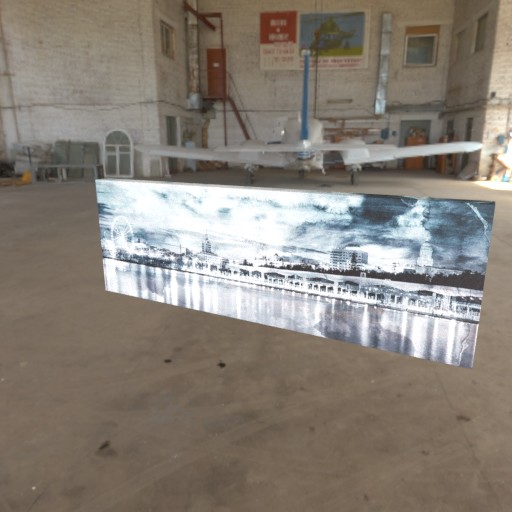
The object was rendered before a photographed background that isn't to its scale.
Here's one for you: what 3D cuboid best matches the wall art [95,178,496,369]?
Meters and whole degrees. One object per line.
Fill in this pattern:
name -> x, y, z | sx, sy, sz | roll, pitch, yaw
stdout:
wall art -> 0.000, 0.000, 0.825 | 0.759, 0.251, 0.037 | 8, 17, 27
